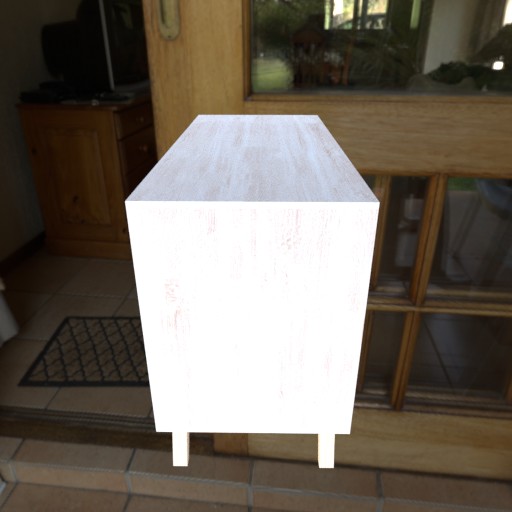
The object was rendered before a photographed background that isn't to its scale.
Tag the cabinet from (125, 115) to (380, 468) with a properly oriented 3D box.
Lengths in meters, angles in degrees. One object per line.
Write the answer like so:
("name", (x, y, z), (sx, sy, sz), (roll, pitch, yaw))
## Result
("cabinet", (0.000, 0.000, 1.540), (0.500, 0.780, 1.110), (0, 26, 1))
